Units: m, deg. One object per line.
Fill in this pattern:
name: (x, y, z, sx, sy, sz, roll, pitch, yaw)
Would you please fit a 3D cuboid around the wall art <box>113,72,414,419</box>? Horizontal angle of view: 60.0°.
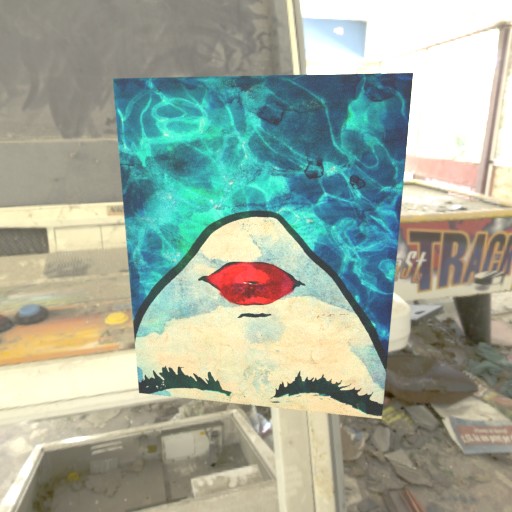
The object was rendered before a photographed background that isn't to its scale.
wall art: (0.000, 0.000, 1.008, 0.609, 0.760, 0.038, 3, 16, 10)
